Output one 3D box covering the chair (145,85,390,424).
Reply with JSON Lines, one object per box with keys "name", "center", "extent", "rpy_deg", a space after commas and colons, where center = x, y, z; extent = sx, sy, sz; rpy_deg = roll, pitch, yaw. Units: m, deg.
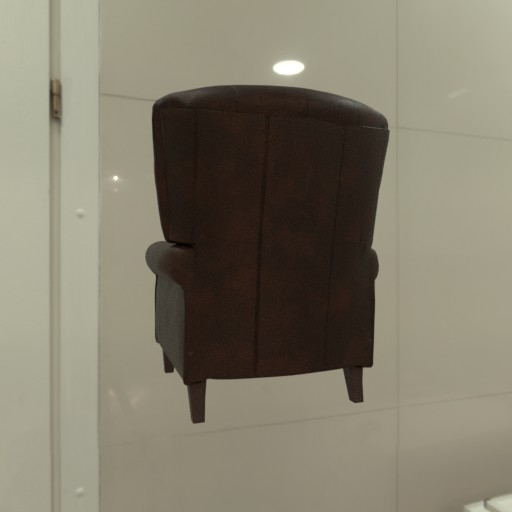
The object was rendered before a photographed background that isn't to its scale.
{"name": "chair", "center": [0.000, 0.000, 1.925], "extent": [0.948, 1.158, 1.058], "rpy_deg": [0, 0, -19]}
